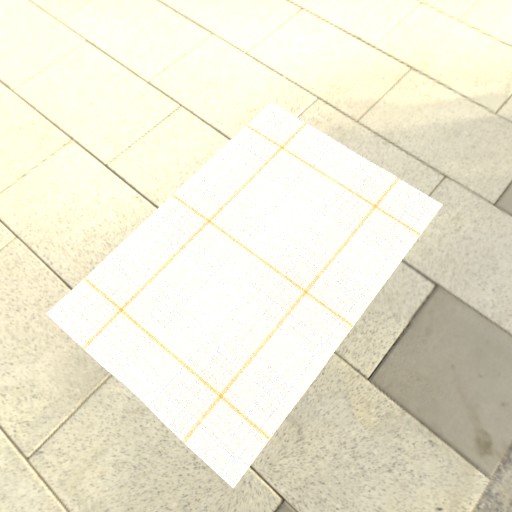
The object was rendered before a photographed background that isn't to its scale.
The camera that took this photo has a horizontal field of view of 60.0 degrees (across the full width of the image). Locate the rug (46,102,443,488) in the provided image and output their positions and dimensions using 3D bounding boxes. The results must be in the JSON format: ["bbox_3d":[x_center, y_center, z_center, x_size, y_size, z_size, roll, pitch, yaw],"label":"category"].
[{"bbox_3d":[0.000,0.000,2.353,1.232,0.015,1.825,36,69,16],"label":"rug"}]
